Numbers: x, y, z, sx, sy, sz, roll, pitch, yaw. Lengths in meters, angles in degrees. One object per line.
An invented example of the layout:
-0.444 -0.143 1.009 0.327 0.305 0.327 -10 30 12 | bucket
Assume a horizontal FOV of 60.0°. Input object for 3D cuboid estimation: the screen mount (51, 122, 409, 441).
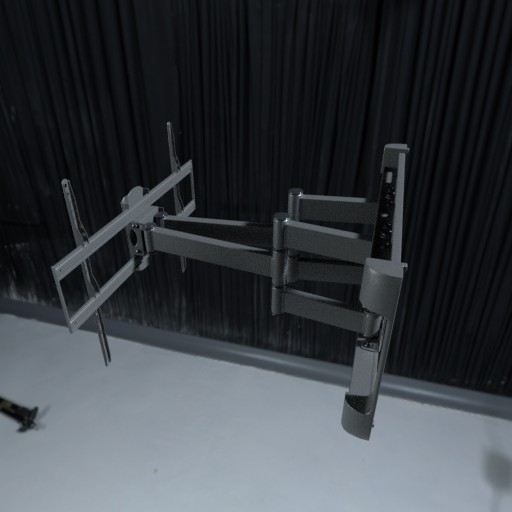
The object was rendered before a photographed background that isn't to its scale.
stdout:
0.000 0.000 1.083 0.644 0.491 0.661 9 32 14 | screen mount
